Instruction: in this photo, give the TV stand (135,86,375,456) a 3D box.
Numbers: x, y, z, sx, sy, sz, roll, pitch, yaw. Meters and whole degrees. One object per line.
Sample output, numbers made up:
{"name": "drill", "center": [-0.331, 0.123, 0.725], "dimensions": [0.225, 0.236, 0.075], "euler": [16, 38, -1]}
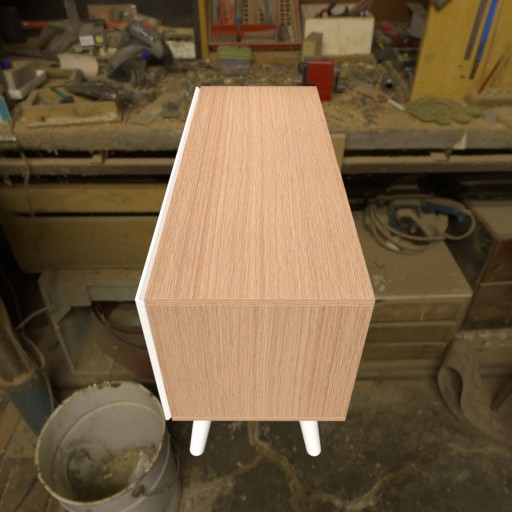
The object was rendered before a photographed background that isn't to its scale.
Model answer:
{"name": "TV stand", "center": [0.000, 0.000, 1.337], "dimensions": [0.407, 0.660, 0.991], "euler": [0, 41, 0]}
